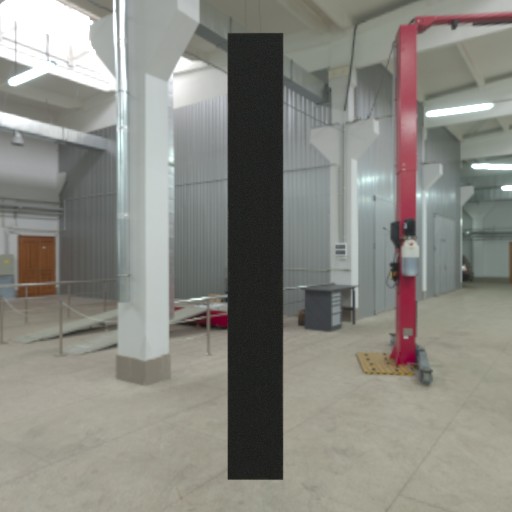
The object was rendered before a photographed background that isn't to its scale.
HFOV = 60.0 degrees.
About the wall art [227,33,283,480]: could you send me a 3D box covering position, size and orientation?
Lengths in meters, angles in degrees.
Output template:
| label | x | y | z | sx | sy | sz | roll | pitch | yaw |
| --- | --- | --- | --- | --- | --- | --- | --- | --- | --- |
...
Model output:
| label | x | y | z | sx | sy | sz | roll | pitch | yaw |
| --- | --- | --- | --- | --- | --- | --- | --- | --- | --- |
| wall art | 0.000 | 0.000 | 0.455 | 0.038 | 0.305 | 0.305 | 0 | 0 | 0 |
